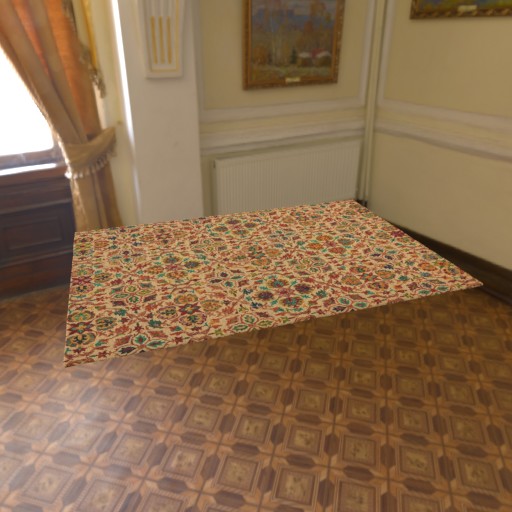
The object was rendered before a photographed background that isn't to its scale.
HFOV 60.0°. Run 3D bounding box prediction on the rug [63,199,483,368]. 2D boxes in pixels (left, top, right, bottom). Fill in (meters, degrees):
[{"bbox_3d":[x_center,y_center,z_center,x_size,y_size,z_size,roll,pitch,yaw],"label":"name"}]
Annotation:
[{"bbox_3d":[0.000,0.000,2.923,2.297,0.018,1.541,-8,28,-16],"label":"rug"}]
